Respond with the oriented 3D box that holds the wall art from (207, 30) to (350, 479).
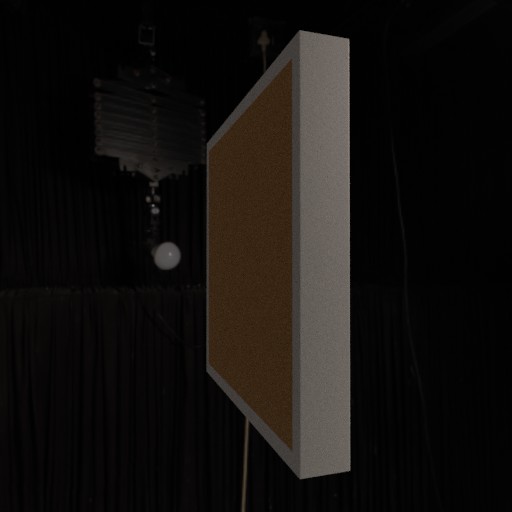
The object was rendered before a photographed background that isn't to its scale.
[{"bbox_3d":[0.000,0.000,0.448,0.038,0.302,0.305,0,-1,-18],"label":"wall art"}]
